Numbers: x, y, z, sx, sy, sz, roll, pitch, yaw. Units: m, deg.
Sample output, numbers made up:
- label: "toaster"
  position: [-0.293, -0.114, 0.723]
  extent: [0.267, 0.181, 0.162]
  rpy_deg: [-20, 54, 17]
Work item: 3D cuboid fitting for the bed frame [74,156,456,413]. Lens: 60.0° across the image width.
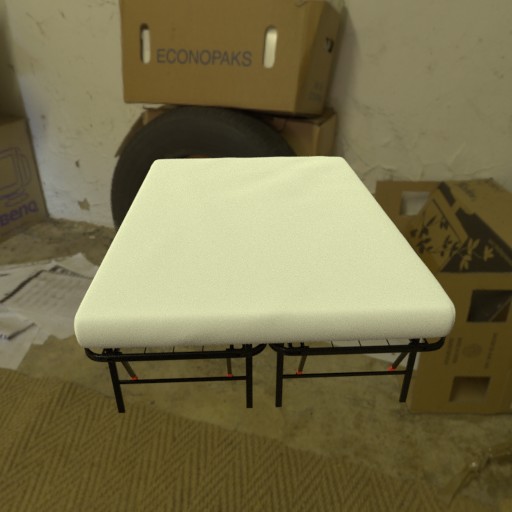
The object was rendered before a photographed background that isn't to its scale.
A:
- label: "bed frame"
  position: [0.000, 0.000, 2.497]
  extent: [1.372, 0.637, 1.905]
  rpy_deg: [-1, 29, -2]
